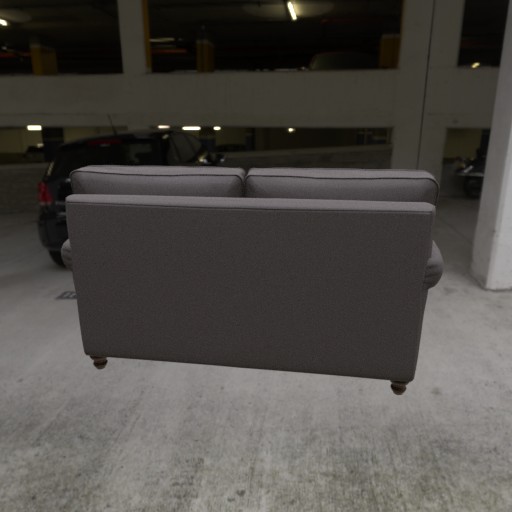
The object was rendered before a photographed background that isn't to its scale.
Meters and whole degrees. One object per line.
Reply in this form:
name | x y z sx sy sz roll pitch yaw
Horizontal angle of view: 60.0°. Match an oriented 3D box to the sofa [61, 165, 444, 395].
sofa | 0.000 0.000 2.255 1.665 0.937 0.964 2 17 8
